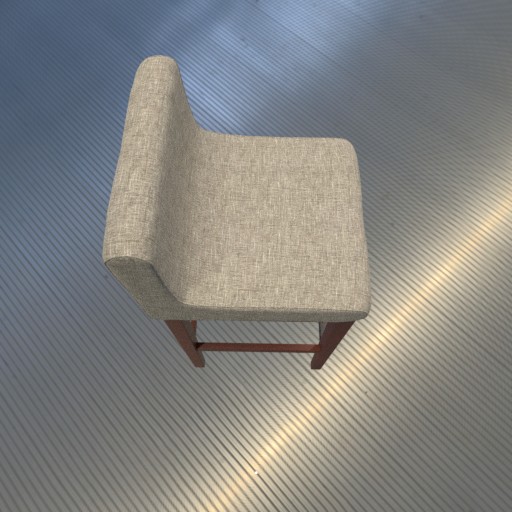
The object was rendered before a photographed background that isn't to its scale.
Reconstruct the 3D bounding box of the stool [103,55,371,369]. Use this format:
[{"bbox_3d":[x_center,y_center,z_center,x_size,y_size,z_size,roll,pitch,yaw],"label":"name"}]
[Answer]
[{"bbox_3d":[0.000,0.000,1.087,0.459,0.835,0.417,1,64,0],"label":"stool"}]
